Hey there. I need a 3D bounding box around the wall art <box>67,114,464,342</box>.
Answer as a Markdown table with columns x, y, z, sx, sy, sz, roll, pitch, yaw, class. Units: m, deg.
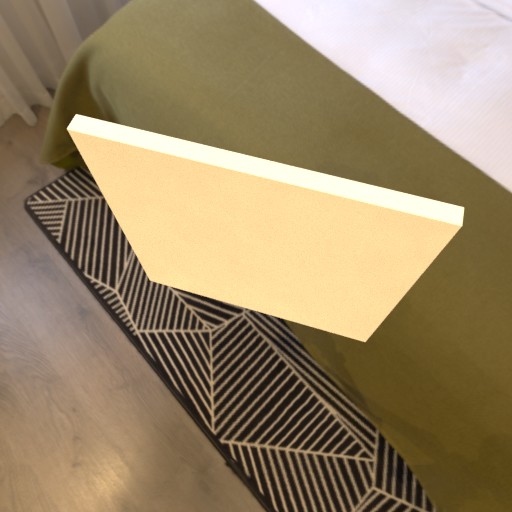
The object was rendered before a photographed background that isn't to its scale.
| x | y | z | sx | sy | sz | roll | pitch | yaw | class |
| --- | --- | --- | --- | --- | --- | --- | --- | --- | --- |
| 0.000 | 0.000 | 1.169 | 0.762 | 0.762 | 0.040 | 15 | 65 | 7 | wall art |
